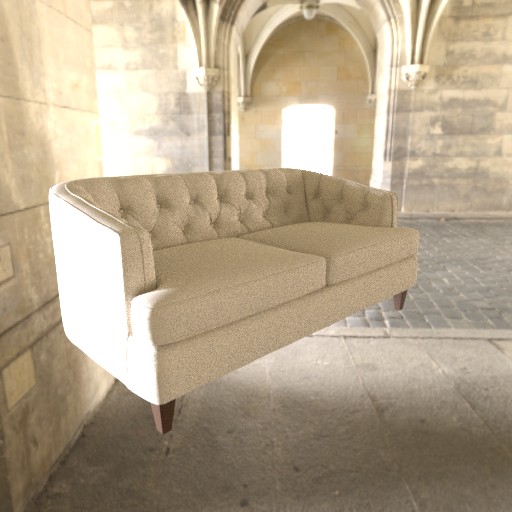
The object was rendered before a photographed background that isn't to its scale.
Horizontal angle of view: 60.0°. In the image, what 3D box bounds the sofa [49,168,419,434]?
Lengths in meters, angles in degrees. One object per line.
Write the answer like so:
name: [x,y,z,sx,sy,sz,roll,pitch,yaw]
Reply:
sofa: [0.000,0.000,2.187,1.733,0.855,0.941,-14,19,-43]
